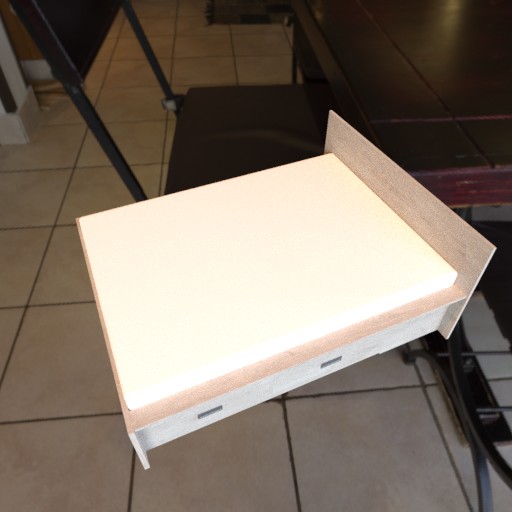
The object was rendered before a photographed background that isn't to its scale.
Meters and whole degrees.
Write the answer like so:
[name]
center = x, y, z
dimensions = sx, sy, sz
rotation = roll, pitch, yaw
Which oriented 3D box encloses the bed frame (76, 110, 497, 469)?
[bed frame]
center = 0.000, 0.000, 2.781
dimensions = 1.960, 0.800, 1.622
rotation = -17, 48, -17
